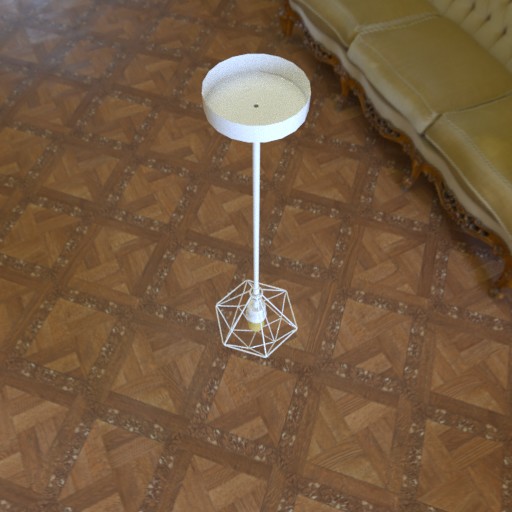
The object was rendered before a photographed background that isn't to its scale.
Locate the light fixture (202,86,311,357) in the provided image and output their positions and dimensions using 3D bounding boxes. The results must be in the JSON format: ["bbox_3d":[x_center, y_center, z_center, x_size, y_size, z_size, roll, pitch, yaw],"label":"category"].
[{"bbox_3d":[0.000,0.000,1.951,0.487,1.764,0.431,15,60,9],"label":"light fixture"}]
